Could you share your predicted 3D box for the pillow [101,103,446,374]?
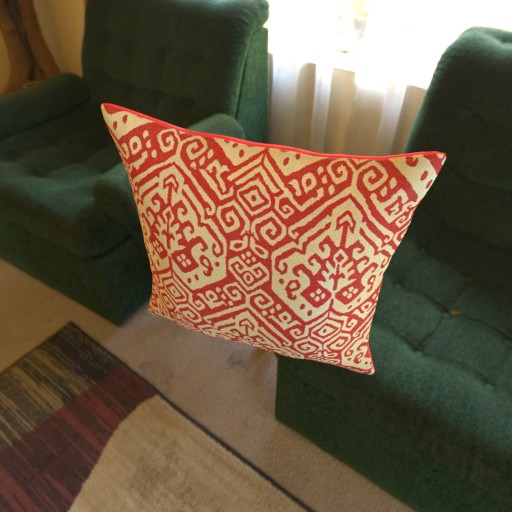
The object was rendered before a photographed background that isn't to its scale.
[{"bbox_3d":[0.000,0.000,0.806,0.522,0.507,0.192,13,43,14],"label":"pillow"}]
